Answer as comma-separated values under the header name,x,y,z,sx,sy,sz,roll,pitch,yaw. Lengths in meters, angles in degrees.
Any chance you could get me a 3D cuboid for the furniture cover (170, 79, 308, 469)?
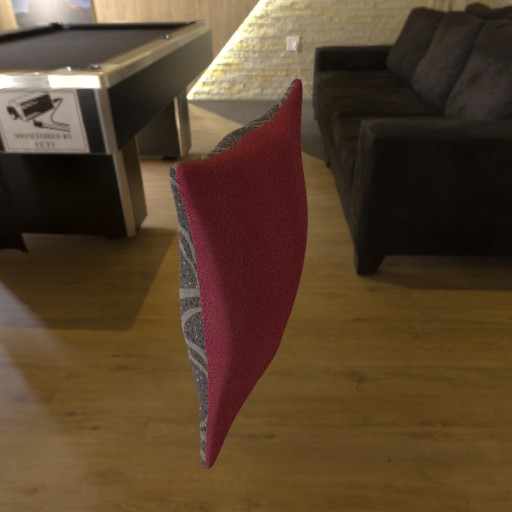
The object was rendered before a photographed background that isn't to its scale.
name,x,y,z,sx,sy,sz,roll,pitch,yaw
furniture cover,0.000,0.000,0.785,0.163,0.513,0.514,10,33,16
